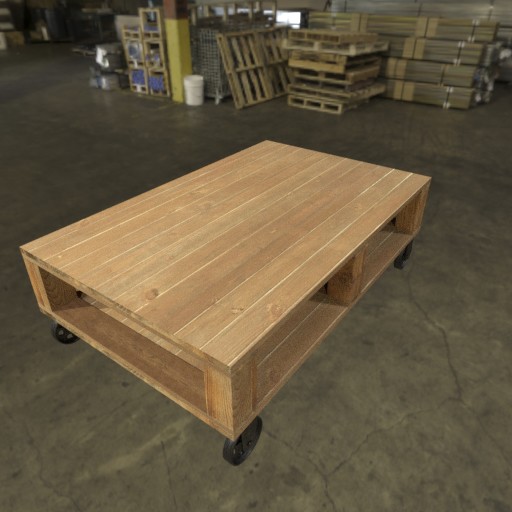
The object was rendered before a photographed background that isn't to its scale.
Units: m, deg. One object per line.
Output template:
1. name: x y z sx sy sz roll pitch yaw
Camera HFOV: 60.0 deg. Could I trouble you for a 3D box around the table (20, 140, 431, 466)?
1. table: 0.000 0.000 1.689 0.827 0.413 1.299 21 38 30
